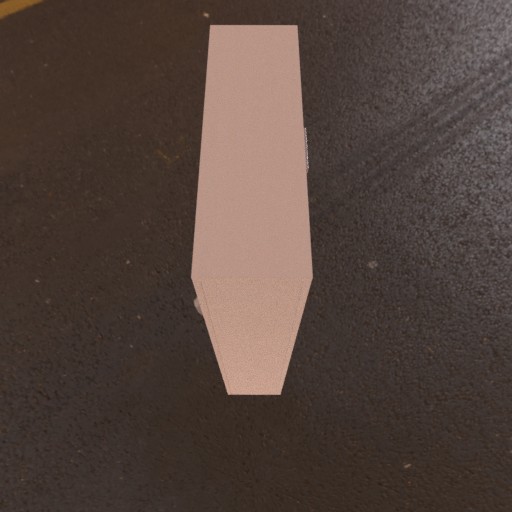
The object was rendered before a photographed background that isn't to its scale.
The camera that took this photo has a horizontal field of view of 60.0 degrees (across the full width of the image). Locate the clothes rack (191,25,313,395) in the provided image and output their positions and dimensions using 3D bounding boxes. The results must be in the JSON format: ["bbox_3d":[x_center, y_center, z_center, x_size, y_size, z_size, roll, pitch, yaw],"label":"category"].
[{"bbox_3d":[0.000,0.000,1.600,0.250,1.280,0.750,0,63,0],"label":"clothes rack"}]
